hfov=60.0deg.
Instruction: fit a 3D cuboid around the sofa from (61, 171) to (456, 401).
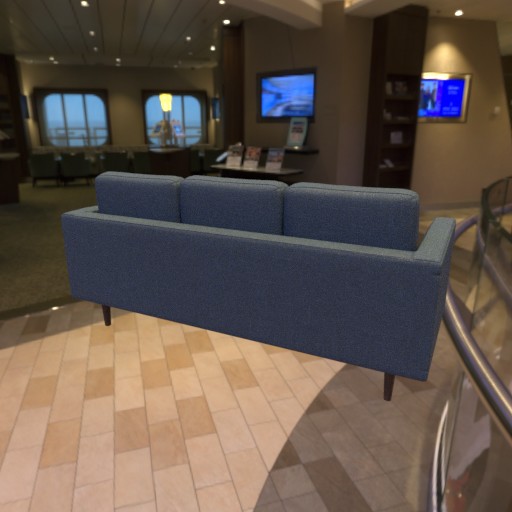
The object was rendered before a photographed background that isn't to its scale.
[{"bbox_3d":[0.000,0.000,2.541,2.013,0.945,0.935,8,19,26],"label":"sofa"}]
